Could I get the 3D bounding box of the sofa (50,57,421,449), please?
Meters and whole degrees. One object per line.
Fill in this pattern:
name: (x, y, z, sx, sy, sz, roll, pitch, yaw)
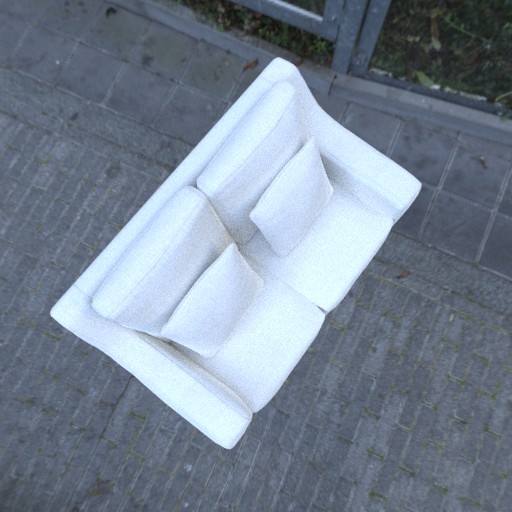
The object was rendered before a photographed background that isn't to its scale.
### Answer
sofa: (0.000, 0.000, 2.387, 1.040, 1.047, 1.744, 37, 79, 9)
